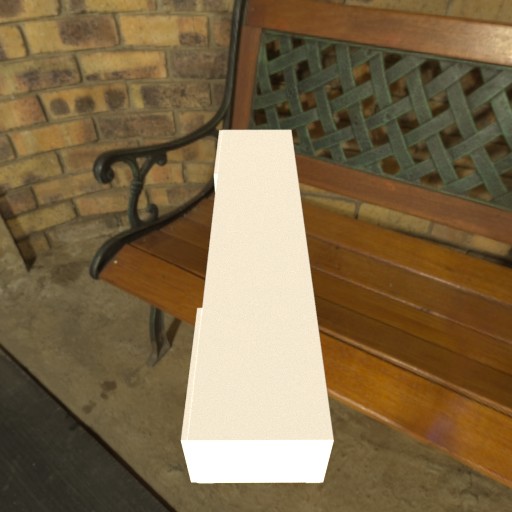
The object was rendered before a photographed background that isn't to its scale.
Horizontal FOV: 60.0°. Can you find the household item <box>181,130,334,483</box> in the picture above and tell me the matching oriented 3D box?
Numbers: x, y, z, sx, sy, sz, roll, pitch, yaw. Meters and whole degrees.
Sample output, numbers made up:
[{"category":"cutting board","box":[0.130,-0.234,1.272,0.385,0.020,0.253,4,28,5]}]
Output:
[{"category":"household item","box":[0.000,0.000,2.006,0.420,0.310,1.850,0,42,0]}]
